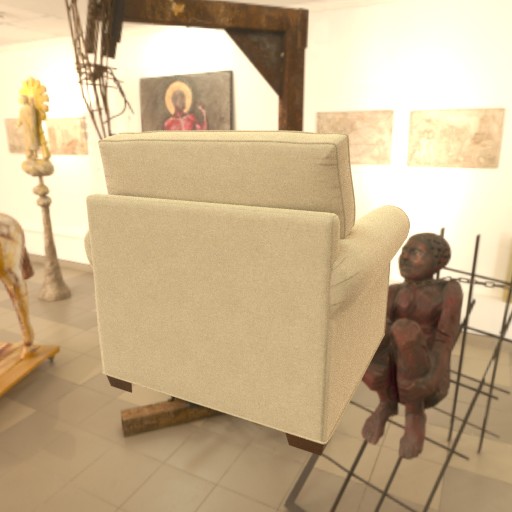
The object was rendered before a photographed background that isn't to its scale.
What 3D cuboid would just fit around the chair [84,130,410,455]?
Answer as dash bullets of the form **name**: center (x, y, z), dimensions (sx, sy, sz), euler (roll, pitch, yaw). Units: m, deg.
- **chair**: center (0.000, 0.000, 1.753), dimensions (1.040, 0.955, 0.863), euler (8, 17, 26)
